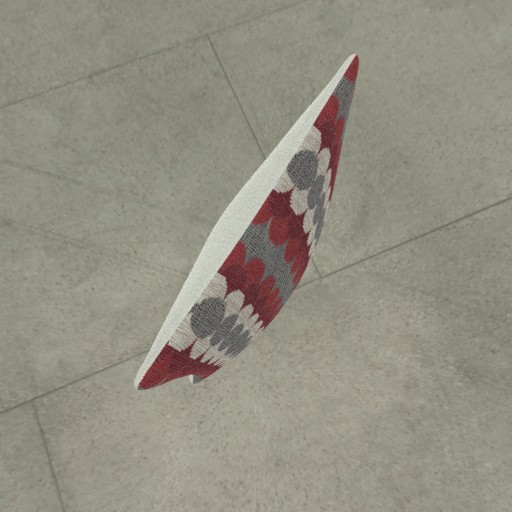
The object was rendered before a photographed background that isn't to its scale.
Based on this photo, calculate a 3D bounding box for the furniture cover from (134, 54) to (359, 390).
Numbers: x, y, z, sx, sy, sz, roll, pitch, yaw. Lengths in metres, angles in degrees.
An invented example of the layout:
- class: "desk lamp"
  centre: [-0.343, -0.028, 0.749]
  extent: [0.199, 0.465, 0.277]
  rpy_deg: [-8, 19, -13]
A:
- class: "furniture cover"
  centre: [0.000, 0.000, 0.649]
  extent: [0.145, 0.420, 0.435]
  rpy_deg: [31, 78, 7]
